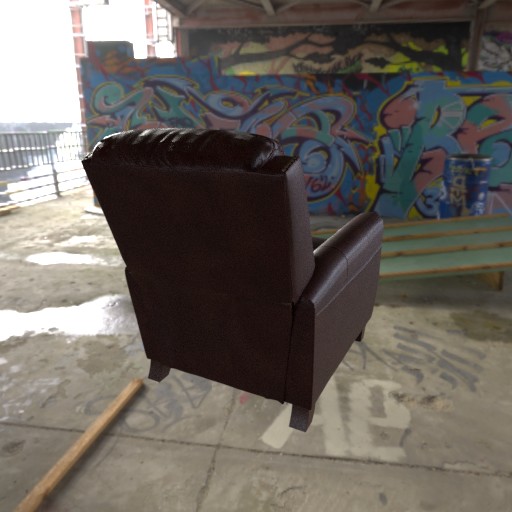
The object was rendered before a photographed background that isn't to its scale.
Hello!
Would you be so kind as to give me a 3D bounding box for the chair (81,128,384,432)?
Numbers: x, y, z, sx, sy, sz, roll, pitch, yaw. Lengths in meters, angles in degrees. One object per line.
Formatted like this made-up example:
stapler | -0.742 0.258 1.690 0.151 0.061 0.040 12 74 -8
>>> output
chair | 0.000 0.000 1.827 0.826 1.022 1.089 9 19 27
